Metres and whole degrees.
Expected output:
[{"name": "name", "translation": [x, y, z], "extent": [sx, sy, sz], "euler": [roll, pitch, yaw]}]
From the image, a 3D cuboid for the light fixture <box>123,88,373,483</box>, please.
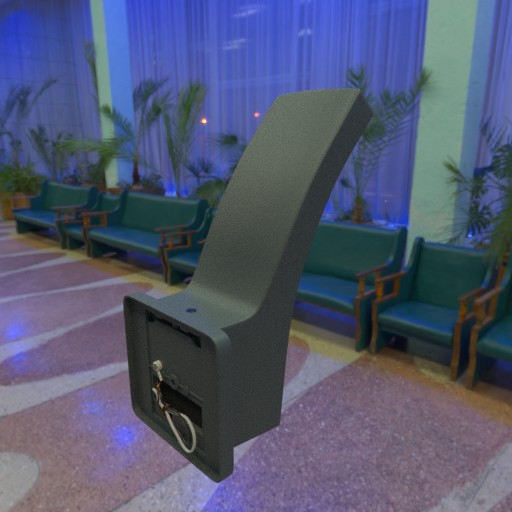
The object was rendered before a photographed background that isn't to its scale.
[{"name": "light fixture", "translation": [0.000, 0.000, 0.332], "extent": [0.174, 0.243, 0.108], "euler": [-14, 21, -42]}]
